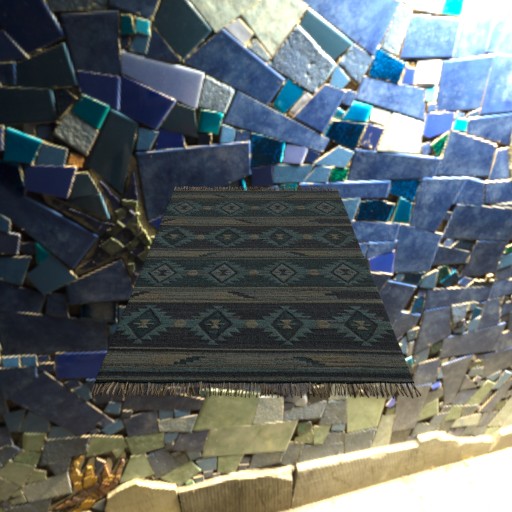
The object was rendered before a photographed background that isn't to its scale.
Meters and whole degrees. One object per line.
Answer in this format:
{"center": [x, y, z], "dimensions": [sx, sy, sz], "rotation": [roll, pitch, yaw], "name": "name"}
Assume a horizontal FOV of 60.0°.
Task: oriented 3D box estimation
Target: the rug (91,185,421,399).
{"center": [0.000, 0.000, 2.391], "dimensions": [1.181, 0.028, 1.936], "rotation": [0, 31, 0], "name": "rug"}
